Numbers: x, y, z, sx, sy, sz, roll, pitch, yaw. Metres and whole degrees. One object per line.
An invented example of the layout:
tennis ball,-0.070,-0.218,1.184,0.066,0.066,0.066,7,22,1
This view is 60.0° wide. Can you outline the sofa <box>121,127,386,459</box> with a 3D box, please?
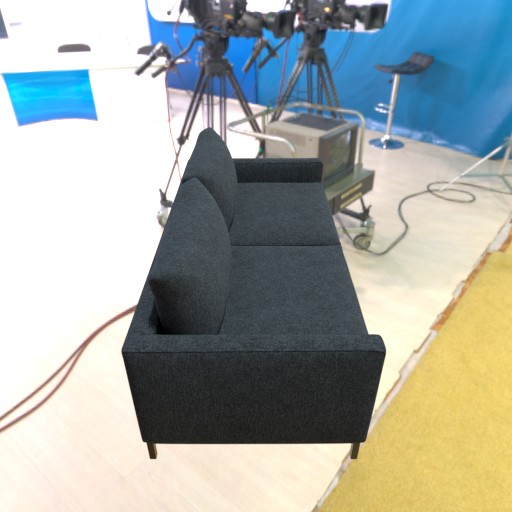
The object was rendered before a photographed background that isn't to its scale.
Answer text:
sofa,0.000,0.000,2.204,0.866,0.862,1.716,0,33,0
